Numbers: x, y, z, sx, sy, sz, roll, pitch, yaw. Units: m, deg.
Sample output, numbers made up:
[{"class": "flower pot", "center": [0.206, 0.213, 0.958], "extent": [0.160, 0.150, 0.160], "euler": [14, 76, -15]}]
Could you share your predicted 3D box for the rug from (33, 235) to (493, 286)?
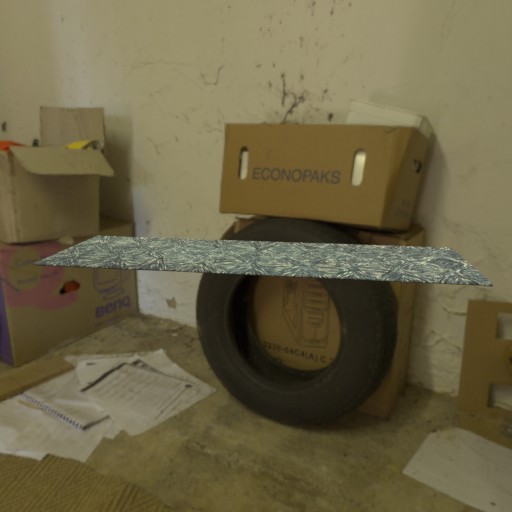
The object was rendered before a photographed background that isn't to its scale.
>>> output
[{"class": "rug", "center": [0.000, 0.000, 2.520], "extent": [2.306, 0.013, 0.719], "euler": [2, 15, 8]}]
